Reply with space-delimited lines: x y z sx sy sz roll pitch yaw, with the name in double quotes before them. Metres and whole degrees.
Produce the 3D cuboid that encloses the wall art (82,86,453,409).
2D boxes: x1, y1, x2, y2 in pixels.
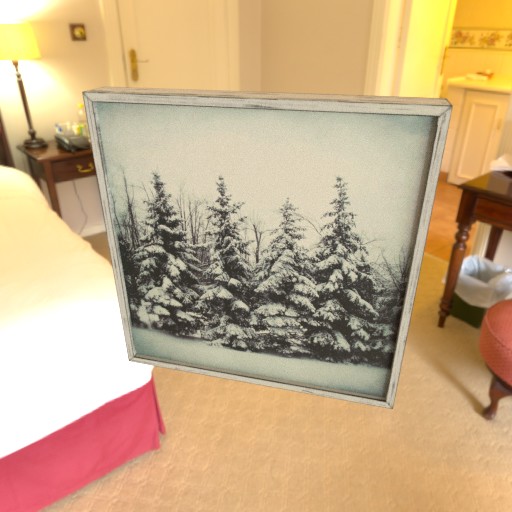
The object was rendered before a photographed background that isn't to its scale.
"wall art" 0.000 0.000 0.440 0.303 0.303 0.036 7 28 12
